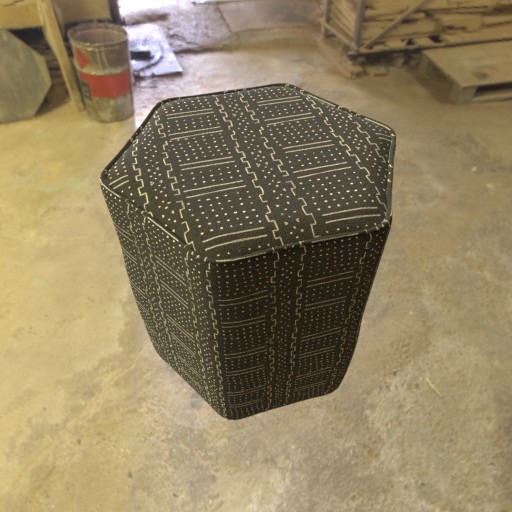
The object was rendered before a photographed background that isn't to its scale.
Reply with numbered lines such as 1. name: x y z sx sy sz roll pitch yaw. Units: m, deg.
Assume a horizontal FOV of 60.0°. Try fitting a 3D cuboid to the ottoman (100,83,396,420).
1. ottoman: 0.000 0.000 0.879 0.494 0.502 0.443 -12 48 -11
